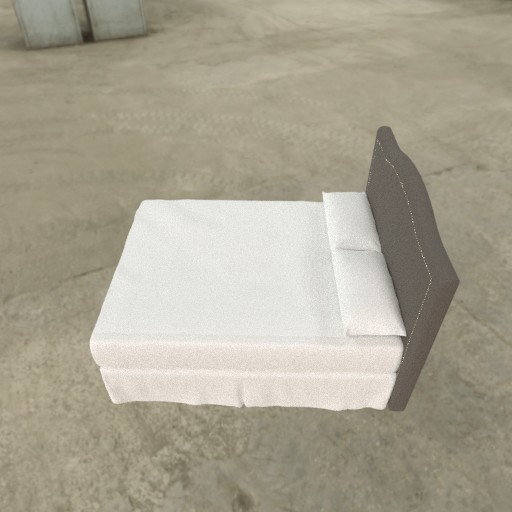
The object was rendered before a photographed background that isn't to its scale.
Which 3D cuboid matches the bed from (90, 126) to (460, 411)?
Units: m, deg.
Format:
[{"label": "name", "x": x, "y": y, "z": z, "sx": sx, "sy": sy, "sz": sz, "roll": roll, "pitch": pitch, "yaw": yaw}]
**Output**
[{"label": "bed", "x": 0.000, "y": 0.000, "z": 3.161, "sx": 2.036, "sy": 1.387, "sz": 1.666, "roll": 1, "pitch": 42, "yaw": 1}]
